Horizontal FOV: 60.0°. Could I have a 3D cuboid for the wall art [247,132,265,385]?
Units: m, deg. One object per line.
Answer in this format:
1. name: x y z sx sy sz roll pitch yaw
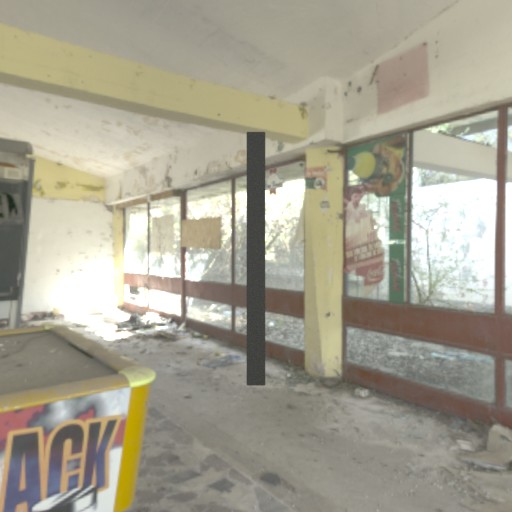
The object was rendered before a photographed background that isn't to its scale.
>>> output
1. wall art: 0.000 0.000 1.755 0.041 0.554 1.572 0 0 0
